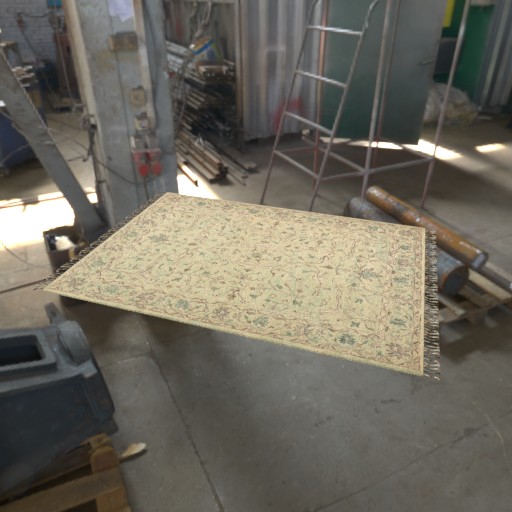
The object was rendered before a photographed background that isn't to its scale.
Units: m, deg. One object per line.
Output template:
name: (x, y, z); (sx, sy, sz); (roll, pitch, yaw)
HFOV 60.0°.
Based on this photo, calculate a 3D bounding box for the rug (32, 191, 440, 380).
rug: (0.000, 0.000, 2.327); (1.802, 0.008, 1.247); (10, 32, 16)
